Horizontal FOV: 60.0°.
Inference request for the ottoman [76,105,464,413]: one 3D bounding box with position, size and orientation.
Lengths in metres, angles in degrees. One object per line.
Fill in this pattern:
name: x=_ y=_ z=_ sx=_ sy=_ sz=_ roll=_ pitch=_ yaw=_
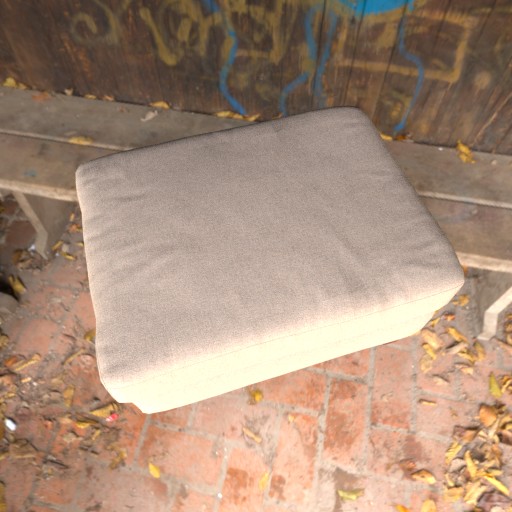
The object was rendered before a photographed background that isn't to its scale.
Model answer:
ottoman: x=0.000 y=0.000 z=1.334 sx=0.902 sy=0.511 sz=0.692 roll=-15 pitch=59 yaw=-9
